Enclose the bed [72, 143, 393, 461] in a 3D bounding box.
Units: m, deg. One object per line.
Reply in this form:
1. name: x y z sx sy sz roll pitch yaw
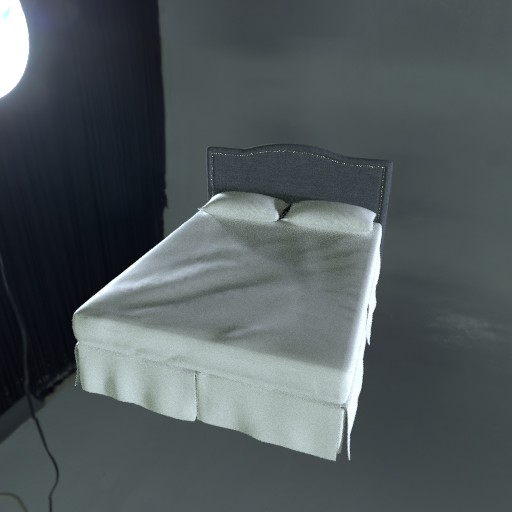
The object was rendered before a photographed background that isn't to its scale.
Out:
1. bed: 0.000 0.000 3.978 2.161 1.457 2.689 9 28 16
